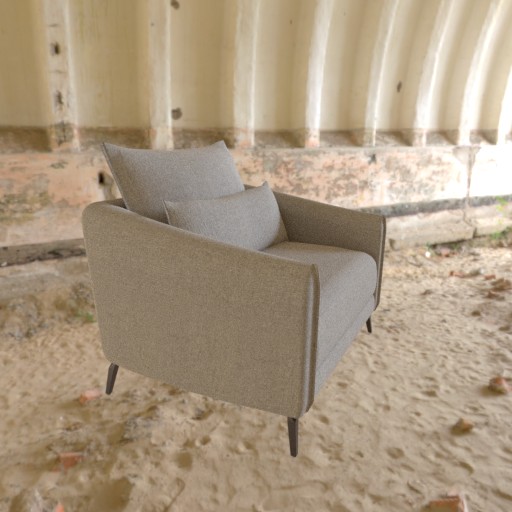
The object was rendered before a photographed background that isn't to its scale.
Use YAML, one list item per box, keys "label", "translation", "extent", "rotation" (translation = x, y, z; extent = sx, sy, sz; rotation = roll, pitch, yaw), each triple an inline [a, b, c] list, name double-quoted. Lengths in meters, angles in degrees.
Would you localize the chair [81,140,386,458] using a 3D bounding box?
- label: "chair"
  translation: [0.000, 0.000, 1.687]
  extent: [0.801, 0.856, 1.029]
  rotation: [7, 16, 26]
